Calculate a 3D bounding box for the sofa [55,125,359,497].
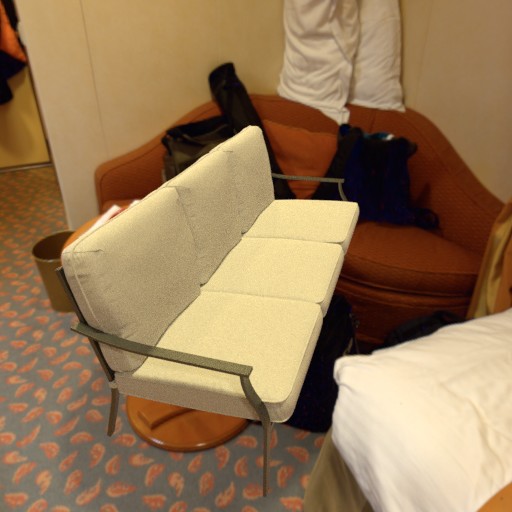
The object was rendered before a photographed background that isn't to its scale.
[{"bbox_3d":[0.000,0.000,2.126,0.787,0.860,1.740,10,31,16],"label":"sofa"}]
